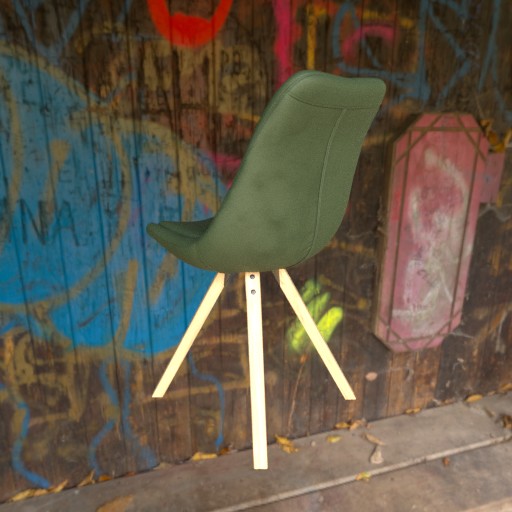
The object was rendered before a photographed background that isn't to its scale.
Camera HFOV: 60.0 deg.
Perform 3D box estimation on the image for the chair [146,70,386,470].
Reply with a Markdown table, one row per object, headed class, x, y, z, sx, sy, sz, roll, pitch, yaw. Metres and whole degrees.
| class | x | y | z | sx | sy | sz | roll | pitch | yaw |
| --- | --- | --- | --- | --- | --- | --- | --- | --- | --- |
| chair | 0.000 | 0.000 | 1.177 | 0.547 | 0.865 | 0.483 | 16 | 23 | 42 |
